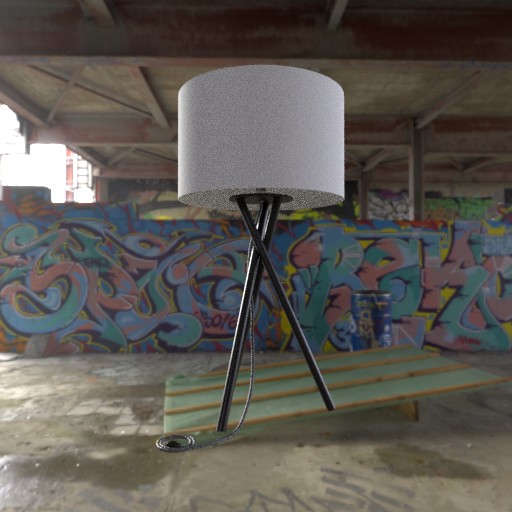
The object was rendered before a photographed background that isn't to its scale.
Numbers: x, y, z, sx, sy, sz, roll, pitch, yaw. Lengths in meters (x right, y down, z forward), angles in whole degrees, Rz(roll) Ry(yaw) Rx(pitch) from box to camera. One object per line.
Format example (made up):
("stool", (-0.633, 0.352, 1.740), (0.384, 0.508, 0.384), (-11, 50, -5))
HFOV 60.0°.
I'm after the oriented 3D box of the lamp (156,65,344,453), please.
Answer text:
("lamp", (0.000, 0.000, 0.924), (0.353, 0.674, 0.422), (0, -1, 18))
